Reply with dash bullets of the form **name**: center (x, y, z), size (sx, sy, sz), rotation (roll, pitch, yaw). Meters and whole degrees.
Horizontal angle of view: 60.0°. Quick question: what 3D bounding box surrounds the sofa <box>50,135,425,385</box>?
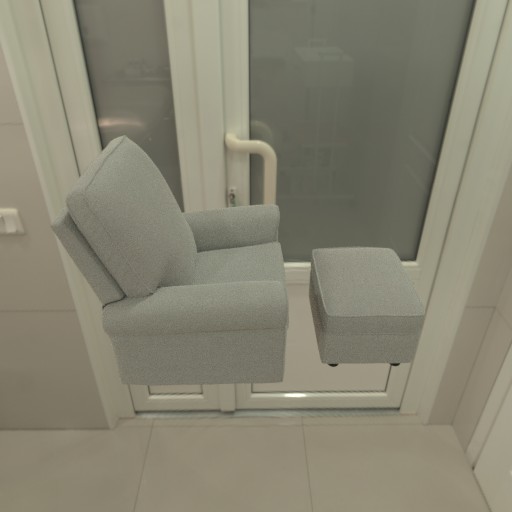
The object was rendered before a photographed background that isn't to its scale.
- **sofa**: center (0.000, 0.000, 2.051), size (1.478, 0.959, 0.880), rotation (0, 33, -1)
